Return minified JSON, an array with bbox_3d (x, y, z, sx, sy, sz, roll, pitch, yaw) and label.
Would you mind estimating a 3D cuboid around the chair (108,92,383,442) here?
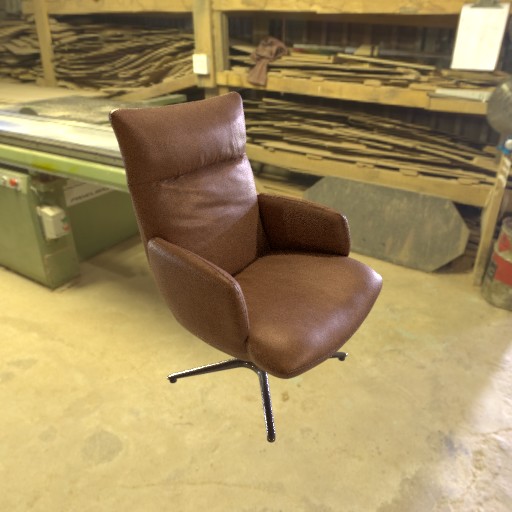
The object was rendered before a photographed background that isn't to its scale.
[{"bbox_3d":[0.000,0.000,1.598,0.794,1.027,0.711,18,32,32],"label":"chair"}]
